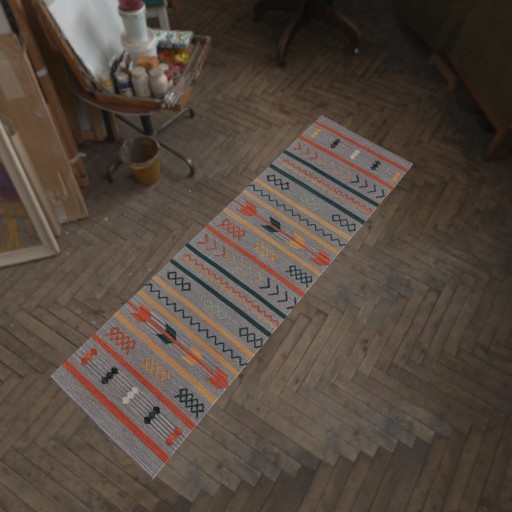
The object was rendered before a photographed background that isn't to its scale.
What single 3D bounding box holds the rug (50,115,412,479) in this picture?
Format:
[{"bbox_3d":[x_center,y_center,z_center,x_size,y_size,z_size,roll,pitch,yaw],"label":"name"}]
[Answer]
[{"bbox_3d":[0.000,0.000,2.594,0.744,0.022,2.419,35,65,18],"label":"rug"}]
